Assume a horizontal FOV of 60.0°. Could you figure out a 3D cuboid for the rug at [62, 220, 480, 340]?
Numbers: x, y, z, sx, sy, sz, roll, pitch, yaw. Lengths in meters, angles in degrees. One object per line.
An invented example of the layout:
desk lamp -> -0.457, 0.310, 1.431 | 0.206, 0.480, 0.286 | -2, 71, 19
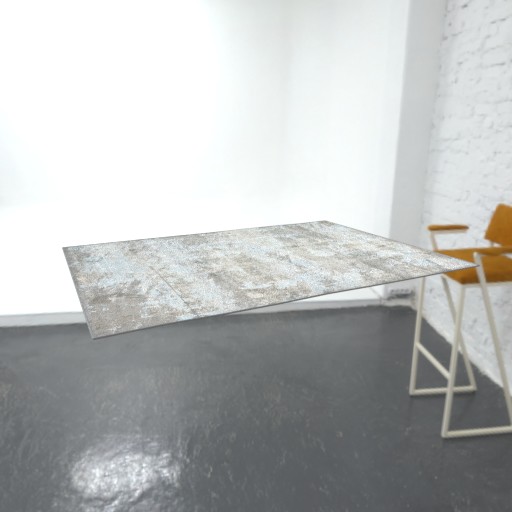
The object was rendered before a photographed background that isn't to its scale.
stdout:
rug -> 0.000, 0.000, 4.288 | 3.307, 0.013, 2.393 | -8, 17, -26
